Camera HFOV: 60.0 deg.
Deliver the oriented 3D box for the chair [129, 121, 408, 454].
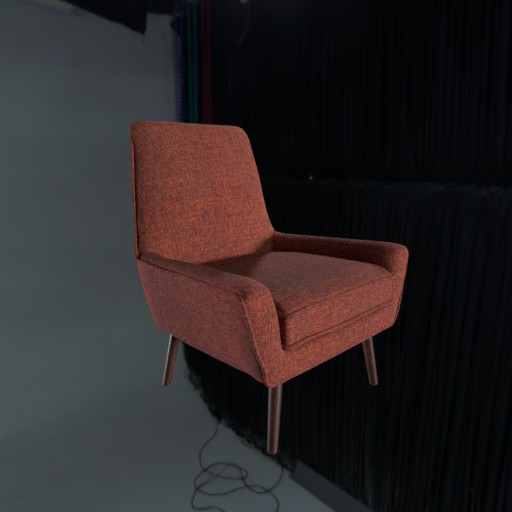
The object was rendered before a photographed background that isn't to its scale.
[{"bbox_3d":[0.000,0.000,1.533,0.803,0.911,0.784,-12,17,-43],"label":"chair"}]
